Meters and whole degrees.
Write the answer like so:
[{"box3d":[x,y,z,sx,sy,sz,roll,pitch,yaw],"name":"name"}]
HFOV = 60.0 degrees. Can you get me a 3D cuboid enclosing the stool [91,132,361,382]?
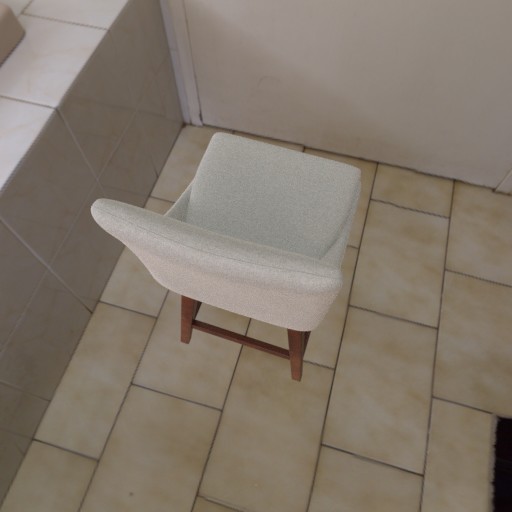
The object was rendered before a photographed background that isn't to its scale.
[{"box3d":[0.000,0.000,1.271,0.469,0.991,0.559,17,64,8],"name":"stool"}]
